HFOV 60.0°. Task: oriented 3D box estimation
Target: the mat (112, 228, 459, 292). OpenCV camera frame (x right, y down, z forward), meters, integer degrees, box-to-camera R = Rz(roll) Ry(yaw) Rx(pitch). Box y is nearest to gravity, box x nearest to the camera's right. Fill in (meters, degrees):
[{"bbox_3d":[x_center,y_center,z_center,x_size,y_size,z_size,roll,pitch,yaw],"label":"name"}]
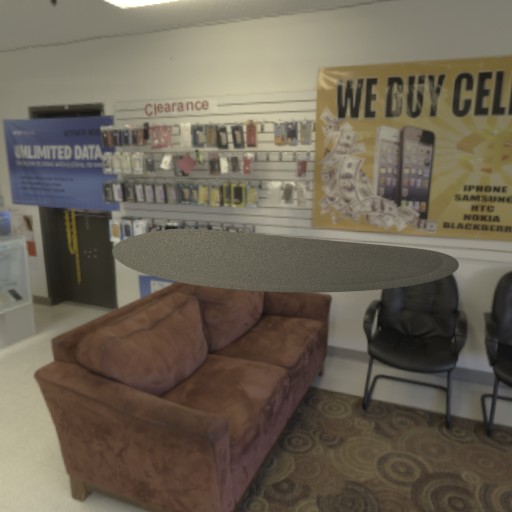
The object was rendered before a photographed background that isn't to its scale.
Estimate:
[{"bbox_3d":[0.000,0.000,1.839,1.524,0.013,0.913,6,15,25],"label":"mat"}]
